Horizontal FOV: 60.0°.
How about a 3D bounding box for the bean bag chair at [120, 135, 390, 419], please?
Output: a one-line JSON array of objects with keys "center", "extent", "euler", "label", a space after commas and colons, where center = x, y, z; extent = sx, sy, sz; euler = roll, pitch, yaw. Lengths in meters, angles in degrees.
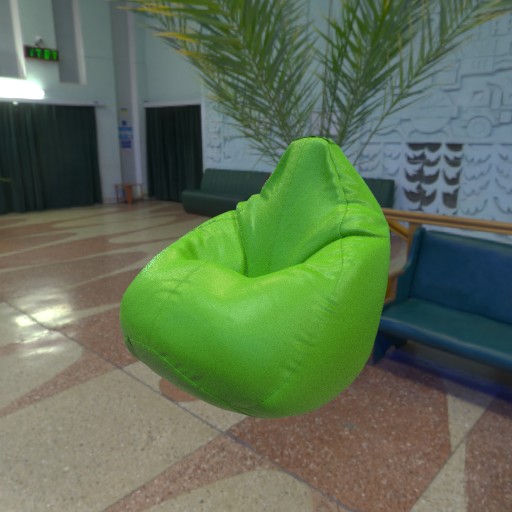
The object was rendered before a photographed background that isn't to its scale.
[{"center": [0.000, 0.000, 1.875], "extent": [1.070, 0.990, 1.070], "euler": [14, 20, 43], "label": "bean bag chair"}]
